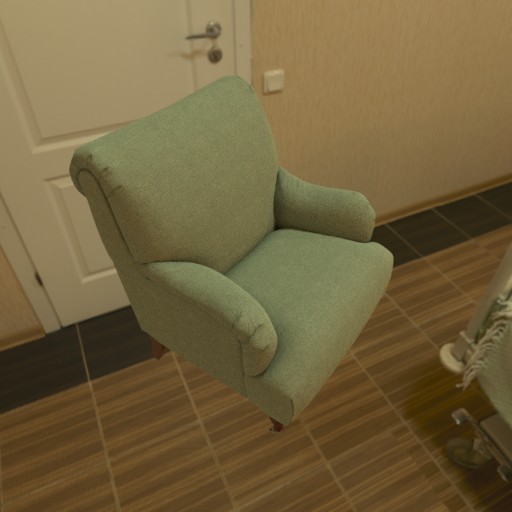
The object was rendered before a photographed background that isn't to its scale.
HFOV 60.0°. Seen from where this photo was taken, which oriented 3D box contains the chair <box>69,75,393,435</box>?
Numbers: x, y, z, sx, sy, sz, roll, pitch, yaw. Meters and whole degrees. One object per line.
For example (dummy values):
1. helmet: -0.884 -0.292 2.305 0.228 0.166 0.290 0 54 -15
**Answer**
1. chair: 0.000 0.000 1.986 1.060 1.178 0.964 25 48 25
